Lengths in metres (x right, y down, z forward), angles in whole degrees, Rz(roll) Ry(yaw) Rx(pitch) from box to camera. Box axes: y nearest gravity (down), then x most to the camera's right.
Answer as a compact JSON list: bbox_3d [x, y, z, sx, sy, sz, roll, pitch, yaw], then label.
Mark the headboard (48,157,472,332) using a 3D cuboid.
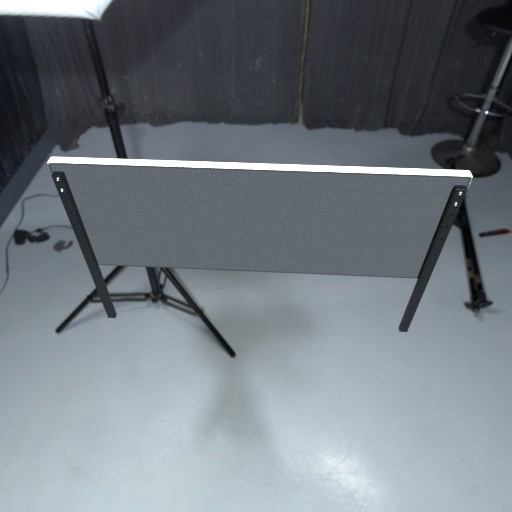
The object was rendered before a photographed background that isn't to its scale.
[{"bbox_3d":[0.000,0.000,2.950,2.362,1.410,0.120,2,46,2],"label":"headboard"}]
